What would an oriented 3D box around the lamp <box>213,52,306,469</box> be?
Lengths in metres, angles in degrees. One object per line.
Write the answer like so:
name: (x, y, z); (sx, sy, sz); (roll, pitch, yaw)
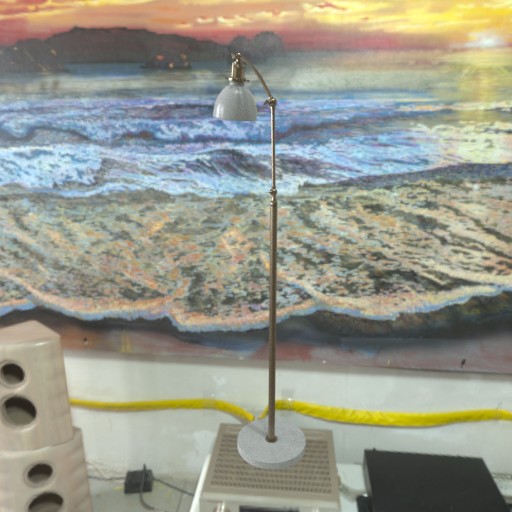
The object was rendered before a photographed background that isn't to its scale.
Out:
lamp: (0.000, 0.000, 1.812); (0.288, 1.586, 0.599); (-7, 16, -24)
